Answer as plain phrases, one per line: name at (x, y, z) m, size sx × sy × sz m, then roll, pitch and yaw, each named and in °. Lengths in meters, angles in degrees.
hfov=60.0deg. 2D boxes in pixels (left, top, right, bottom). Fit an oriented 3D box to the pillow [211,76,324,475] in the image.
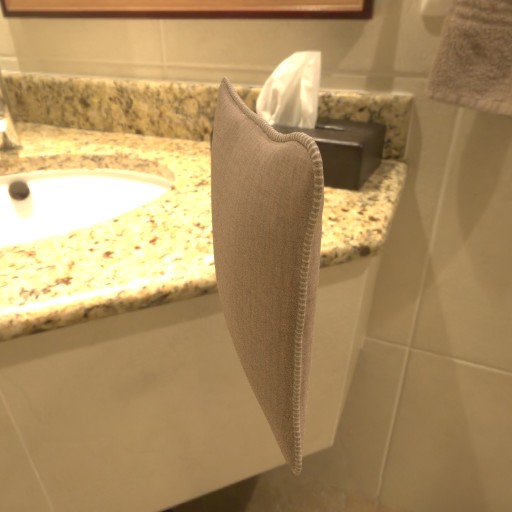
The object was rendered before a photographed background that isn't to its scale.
pillow at (0.000, 0.000, 0.726) m, size 0.124 × 0.494 × 0.485 m, roll -7°, pitch 31°, yaw -13°
